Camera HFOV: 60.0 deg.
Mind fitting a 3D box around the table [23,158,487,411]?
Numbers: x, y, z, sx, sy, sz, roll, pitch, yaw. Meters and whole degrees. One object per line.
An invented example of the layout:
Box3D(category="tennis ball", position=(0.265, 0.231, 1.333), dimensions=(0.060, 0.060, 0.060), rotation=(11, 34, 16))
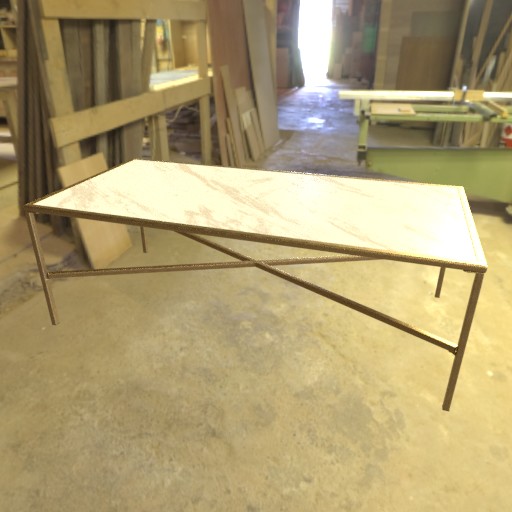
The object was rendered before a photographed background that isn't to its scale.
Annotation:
Box3D(category="table", position=(0.000, 0.000, 1.418), dimensions=(1.197, 0.405, 0.577), rotation=(8, 27, 16))
